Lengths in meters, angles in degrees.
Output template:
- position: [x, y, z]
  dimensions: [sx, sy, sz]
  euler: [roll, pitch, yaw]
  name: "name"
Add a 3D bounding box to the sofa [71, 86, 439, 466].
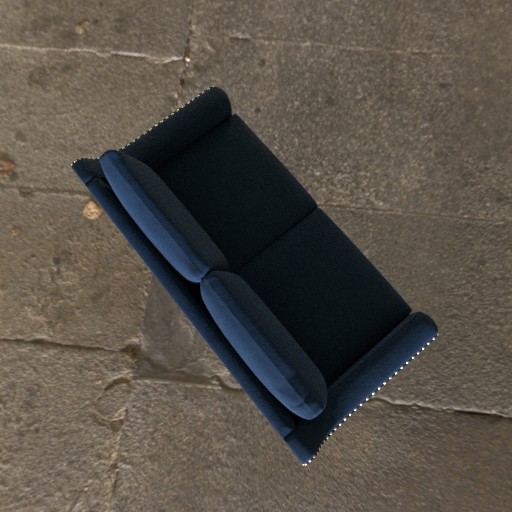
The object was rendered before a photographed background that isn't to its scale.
- position: [0.000, 0.000, 2.791]
  dimensions: [1.104, 0.983, 2.107]
  euler: [-38, 79, -9]
  name: "sofa"
